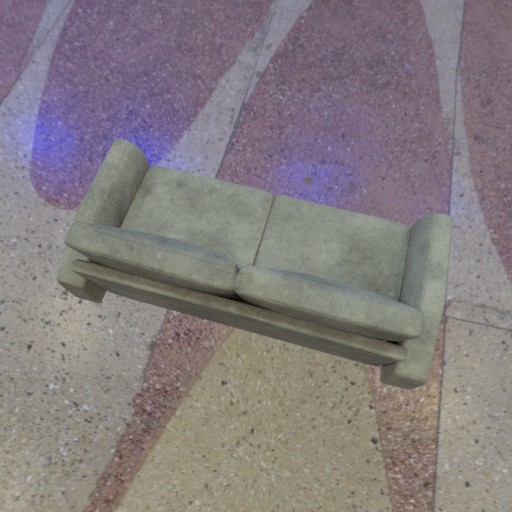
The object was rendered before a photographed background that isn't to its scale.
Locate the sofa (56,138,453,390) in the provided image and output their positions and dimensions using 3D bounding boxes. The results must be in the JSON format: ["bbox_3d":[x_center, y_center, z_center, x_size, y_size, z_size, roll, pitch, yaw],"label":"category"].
[{"bbox_3d":[0.000,0.000,2.304,1.837,0.859,0.849,14,66,7],"label":"sofa"}]
